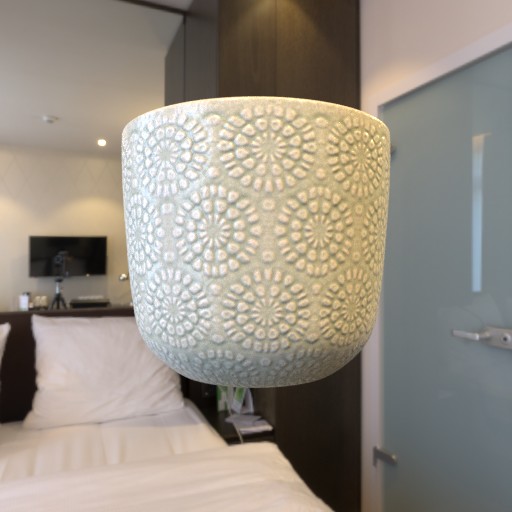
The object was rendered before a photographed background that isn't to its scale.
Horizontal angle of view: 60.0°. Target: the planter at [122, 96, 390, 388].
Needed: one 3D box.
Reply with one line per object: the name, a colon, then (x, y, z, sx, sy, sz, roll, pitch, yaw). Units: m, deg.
planter: (0.000, 0.000, 0.213, 0.124, 0.109, 0.124, 0, -1, 0)
